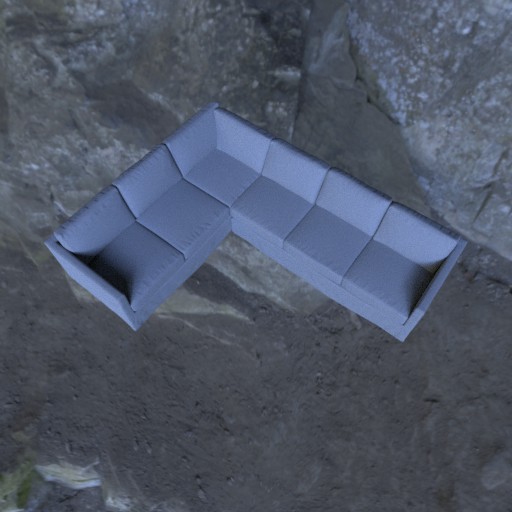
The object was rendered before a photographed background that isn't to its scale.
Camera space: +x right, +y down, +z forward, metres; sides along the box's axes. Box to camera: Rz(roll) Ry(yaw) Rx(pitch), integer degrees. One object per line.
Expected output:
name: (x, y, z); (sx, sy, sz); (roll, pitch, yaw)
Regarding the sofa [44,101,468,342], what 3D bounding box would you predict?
sofa: (0.000, 0.000, 4.361); (3.182, 0.871, 2.432); (33, 65, 18)
